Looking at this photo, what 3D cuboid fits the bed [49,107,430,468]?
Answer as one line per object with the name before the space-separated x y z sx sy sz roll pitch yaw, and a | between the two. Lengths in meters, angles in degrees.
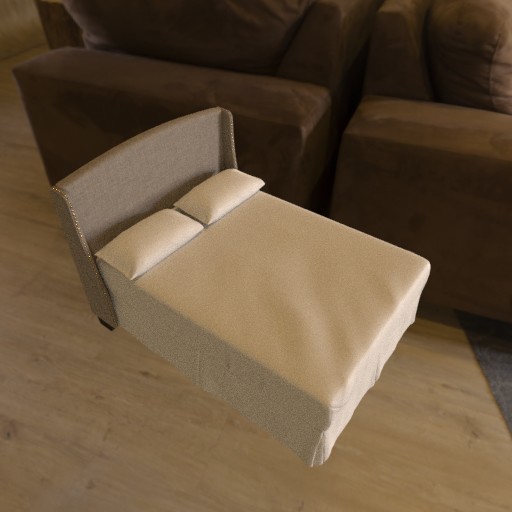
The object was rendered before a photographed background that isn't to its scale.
bed | 0.000 0.000 3.369 2.237 1.407 1.710 26 47 27
